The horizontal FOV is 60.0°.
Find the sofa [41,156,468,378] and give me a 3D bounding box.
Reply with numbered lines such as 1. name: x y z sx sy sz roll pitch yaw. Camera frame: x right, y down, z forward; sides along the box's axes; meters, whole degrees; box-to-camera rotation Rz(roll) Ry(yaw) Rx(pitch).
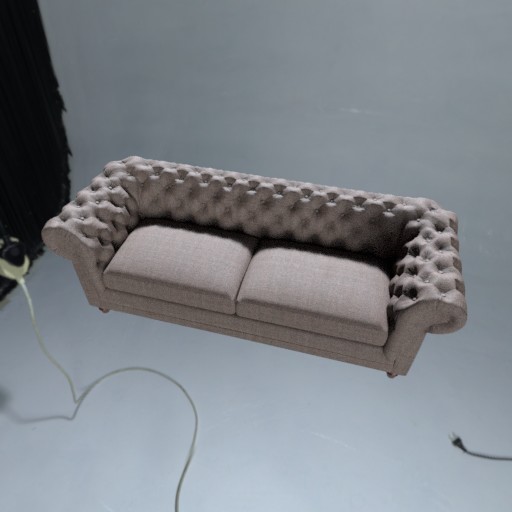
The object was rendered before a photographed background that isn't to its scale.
1. sofa: 0.000 0.000 2.873 2.385 0.787 0.944 10 43 11
